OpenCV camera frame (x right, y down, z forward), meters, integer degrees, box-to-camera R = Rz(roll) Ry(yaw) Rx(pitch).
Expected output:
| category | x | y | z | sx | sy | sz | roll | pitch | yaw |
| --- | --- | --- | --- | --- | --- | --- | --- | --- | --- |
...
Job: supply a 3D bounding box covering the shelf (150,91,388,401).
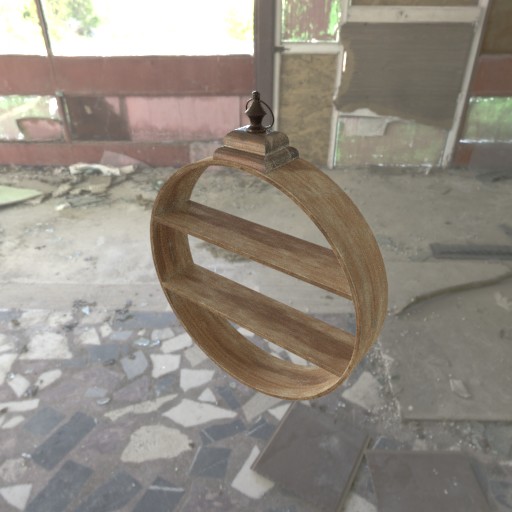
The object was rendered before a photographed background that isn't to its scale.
| category | x | y | z | sx | sy | sz | roll | pitch | yaw |
| --- | --- | --- | --- | --- | --- | --- | --- | --- | --- |
| shelf | 0.000 | 0.000 | 1.020 | 0.601 | 0.725 | 0.125 | 22 | 38 | 31 |
